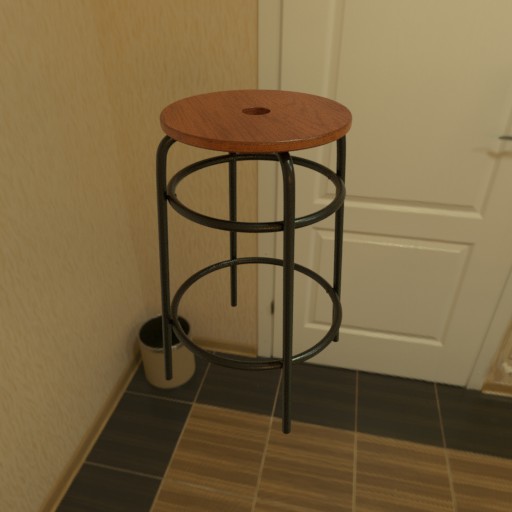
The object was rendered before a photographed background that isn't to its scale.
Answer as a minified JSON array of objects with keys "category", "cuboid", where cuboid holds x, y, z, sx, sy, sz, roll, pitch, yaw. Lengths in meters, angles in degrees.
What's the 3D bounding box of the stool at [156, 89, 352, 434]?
[{"category":"stool","cuboid":[0.000,0.000,0.947,0.455,0.610,0.455,-10,34,-14]}]
